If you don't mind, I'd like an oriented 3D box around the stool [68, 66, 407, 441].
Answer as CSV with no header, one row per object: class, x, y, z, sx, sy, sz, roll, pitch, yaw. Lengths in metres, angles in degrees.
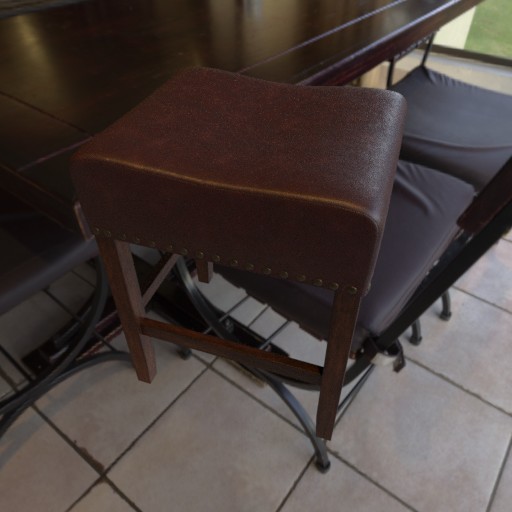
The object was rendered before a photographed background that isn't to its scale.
stool,0.000,0.000,0.920,0.465,0.608,0.397,13,44,14
